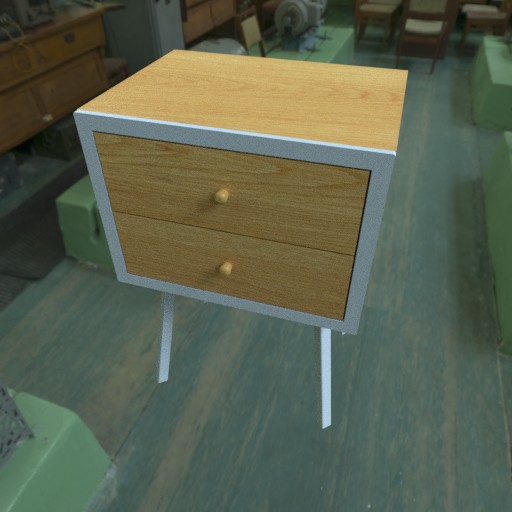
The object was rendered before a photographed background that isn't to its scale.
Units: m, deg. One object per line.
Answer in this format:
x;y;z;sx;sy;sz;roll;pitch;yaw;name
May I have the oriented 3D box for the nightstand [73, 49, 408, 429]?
0.000;0.000;0.814;0.400;0.601;0.316;11;41;13;nightstand
